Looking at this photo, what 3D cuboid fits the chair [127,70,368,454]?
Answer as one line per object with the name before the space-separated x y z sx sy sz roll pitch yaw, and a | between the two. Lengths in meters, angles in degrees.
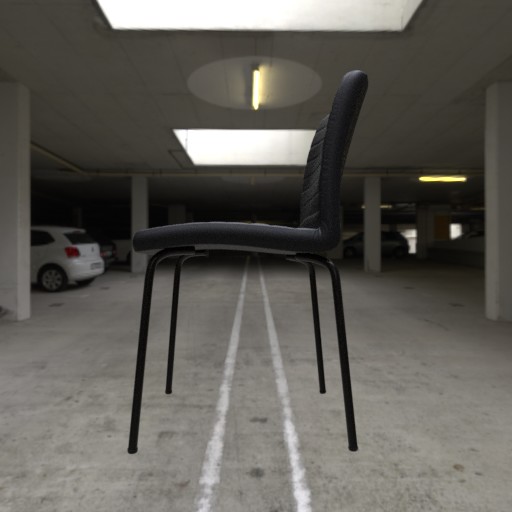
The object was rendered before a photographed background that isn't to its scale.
chair | 0.000 0.000 1.198 0.572 0.872 0.450 0 0 -1
